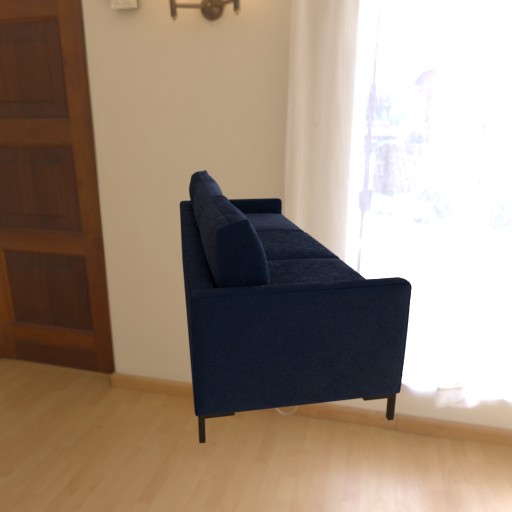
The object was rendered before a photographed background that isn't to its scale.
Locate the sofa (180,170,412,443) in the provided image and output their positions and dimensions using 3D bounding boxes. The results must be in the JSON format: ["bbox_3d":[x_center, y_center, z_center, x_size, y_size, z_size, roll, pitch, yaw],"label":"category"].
[{"bbox_3d":[0.000,0.000,2.723,0.875,0.879,2.252,-3,16,-10],"label":"sofa"}]
